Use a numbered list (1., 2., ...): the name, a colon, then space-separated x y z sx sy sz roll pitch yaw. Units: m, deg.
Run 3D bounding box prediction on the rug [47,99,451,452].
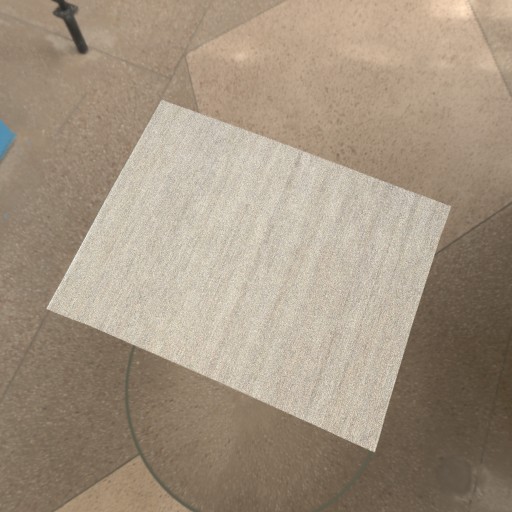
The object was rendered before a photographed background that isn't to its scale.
1. rug: 0.000 0.000 4.799 3.626 0.051 2.757 22 75 6
